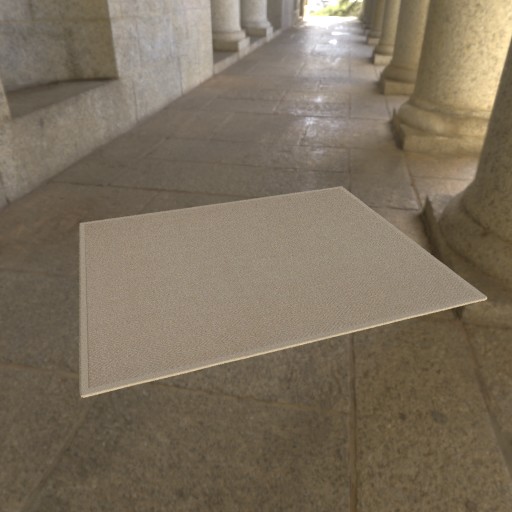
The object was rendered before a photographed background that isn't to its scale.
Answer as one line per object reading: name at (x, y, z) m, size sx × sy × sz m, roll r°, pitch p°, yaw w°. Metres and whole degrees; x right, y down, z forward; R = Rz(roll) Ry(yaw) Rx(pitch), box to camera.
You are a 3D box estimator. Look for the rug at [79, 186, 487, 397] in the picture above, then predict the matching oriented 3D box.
rug at (0.000, 0.000, 4.039) m, size 3.051 × 0.020 × 2.407 m, roll -10°, pitch 33°, yaw -16°
